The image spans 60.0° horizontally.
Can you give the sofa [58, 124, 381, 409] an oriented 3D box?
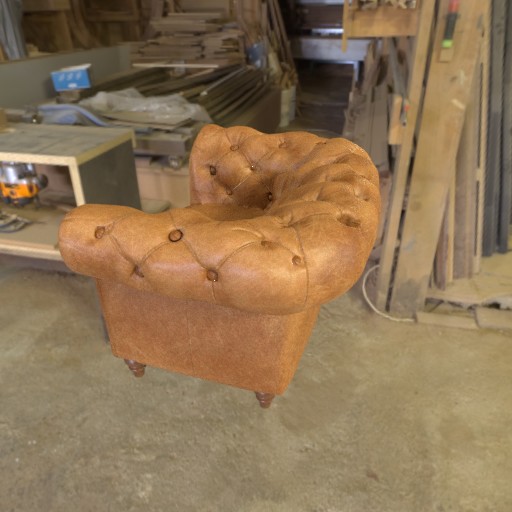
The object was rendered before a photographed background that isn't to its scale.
[{"bbox_3d":[0.000,0.000,2.027,1.033,0.878,1.405,9,31,15],"label":"sofa"}]
